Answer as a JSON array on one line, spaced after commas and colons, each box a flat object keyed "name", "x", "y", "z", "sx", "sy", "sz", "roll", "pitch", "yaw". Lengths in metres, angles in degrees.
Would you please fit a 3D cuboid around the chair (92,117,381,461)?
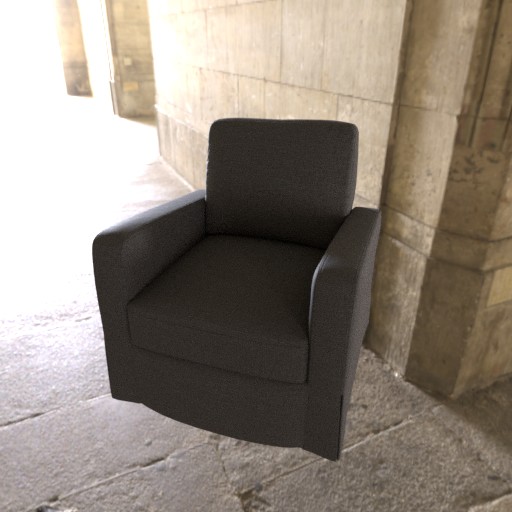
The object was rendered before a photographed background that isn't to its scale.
[{"name": "chair", "x": 0.000, "y": 0.000, "z": 1.564, "sx": 0.798, "sy": 0.855, "sz": 0.863, "roll": 9, "pitch": 28, "yaw": 17}]
